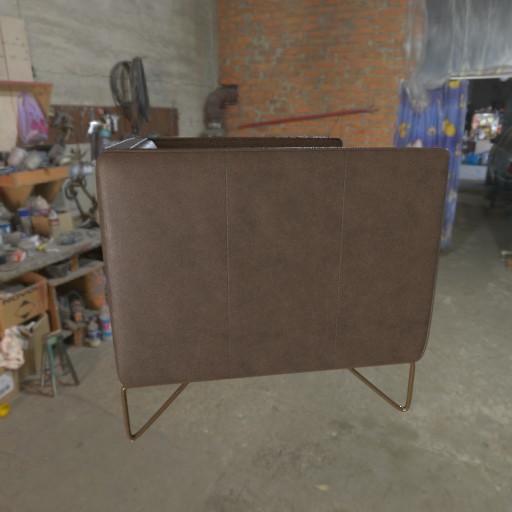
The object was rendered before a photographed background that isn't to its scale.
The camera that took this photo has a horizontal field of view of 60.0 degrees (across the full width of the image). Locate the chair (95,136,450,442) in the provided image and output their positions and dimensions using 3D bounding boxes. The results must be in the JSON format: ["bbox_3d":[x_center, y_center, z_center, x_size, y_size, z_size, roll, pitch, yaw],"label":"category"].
[{"bbox_3d":[0.000,0.000,1.559,0.894,0.790,0.880,-3,17,-9],"label":"chair"}]
